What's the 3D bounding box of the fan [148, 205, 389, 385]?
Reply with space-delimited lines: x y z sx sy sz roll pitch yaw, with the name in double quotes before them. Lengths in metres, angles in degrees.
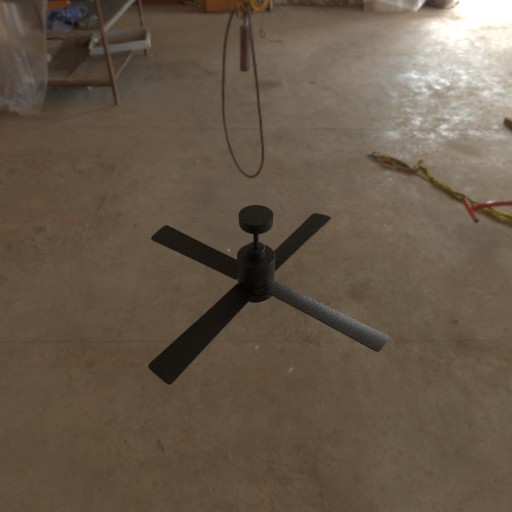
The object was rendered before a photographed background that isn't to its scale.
"fan" 0.000 0.000 2.347 1.525 0.534 1.525 26 47 26
